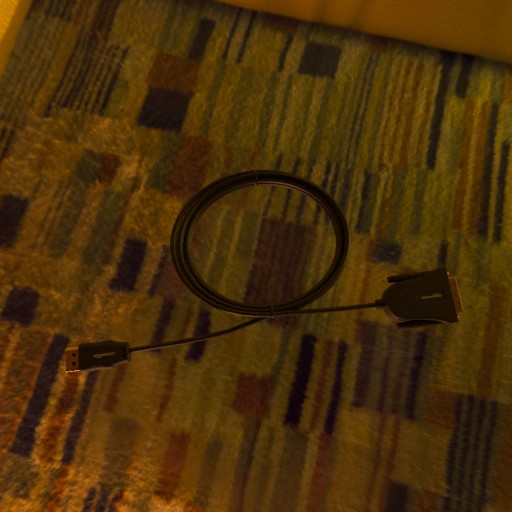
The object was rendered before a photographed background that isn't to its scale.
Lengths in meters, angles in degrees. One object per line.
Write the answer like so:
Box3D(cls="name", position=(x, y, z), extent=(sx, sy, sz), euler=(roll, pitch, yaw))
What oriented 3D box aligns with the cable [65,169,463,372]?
Box3D(cls="cable", position=(0.000, 0.000, 0.328), extent=(0.281, 0.015, 0.136), euler=(-7, 76, -2))
